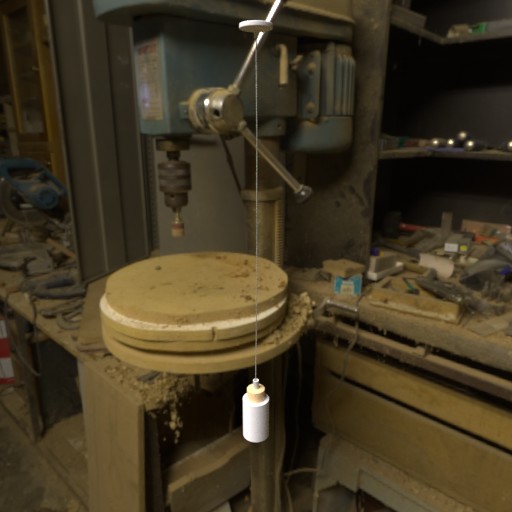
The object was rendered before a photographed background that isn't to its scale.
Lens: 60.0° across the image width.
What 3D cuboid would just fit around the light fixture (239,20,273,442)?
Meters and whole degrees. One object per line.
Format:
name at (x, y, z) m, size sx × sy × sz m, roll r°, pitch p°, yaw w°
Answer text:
light fixture at (0.000, 0.000, 1.901) m, size 0.125 × 1.798 × 0.125 m, roll 15°, pitch 22°, yaw 42°
